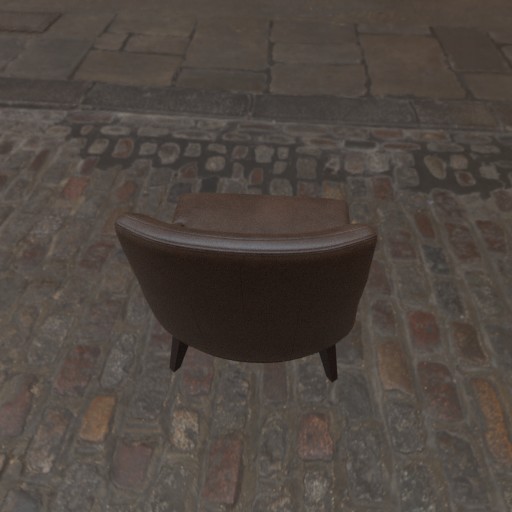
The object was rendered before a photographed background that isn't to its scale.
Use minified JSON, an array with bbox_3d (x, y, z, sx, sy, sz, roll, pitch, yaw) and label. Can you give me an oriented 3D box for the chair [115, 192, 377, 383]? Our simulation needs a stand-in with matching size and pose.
[{"bbox_3d":[0.000,0.000,1.468,0.701,0.909,0.861,3,46,3],"label":"chair"}]
